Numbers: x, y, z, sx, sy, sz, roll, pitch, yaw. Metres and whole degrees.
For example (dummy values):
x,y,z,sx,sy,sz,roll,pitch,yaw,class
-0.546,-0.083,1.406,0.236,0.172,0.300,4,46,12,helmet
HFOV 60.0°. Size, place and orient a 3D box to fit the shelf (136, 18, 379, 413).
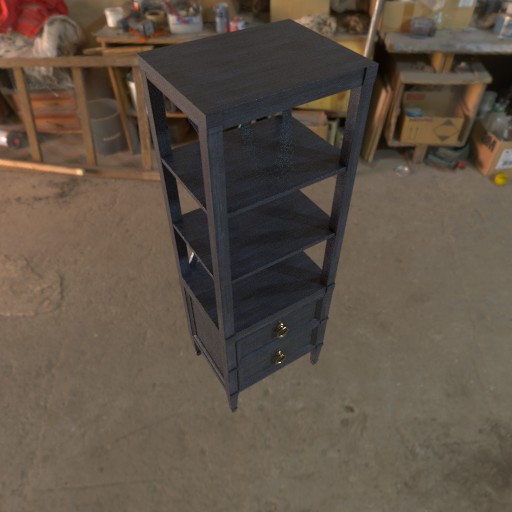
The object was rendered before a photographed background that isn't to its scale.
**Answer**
x,y,z,sx,sy,sz,roll,pitch,yaw,class
0.000,0.000,1.971,0.584,1.727,0.472,-24,51,-22,shelf
